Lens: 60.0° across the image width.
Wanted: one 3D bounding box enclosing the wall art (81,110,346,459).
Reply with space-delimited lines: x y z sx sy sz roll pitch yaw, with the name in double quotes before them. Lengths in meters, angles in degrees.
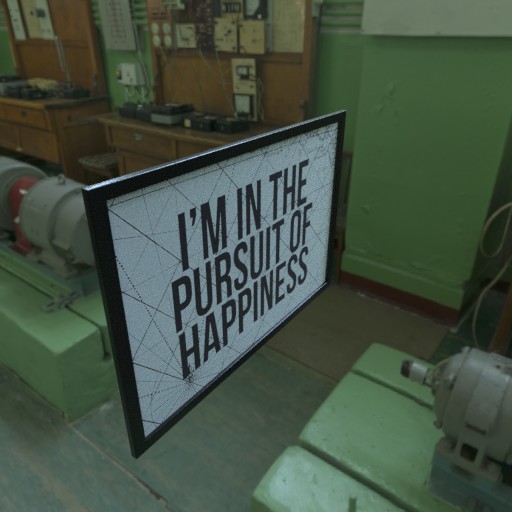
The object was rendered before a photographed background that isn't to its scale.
"wall art" 0.000 0.000 1.040 0.015 0.552 0.819 18 33 31
